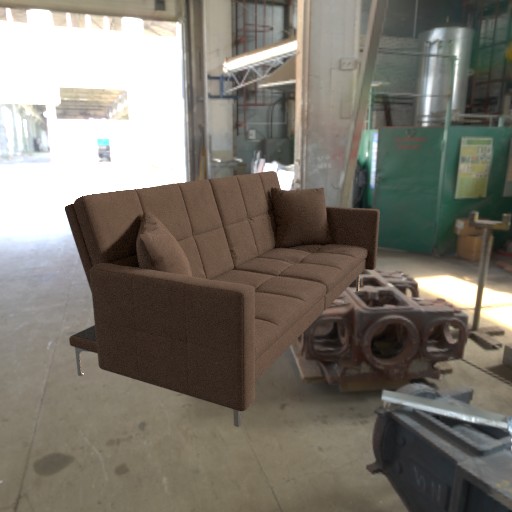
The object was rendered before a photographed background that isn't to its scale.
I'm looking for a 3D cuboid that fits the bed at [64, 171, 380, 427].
[{"bbox_3d":[0.000,0.000,2.348,0.889,0.787,1.905,7,16,26],"label":"bed"}]
